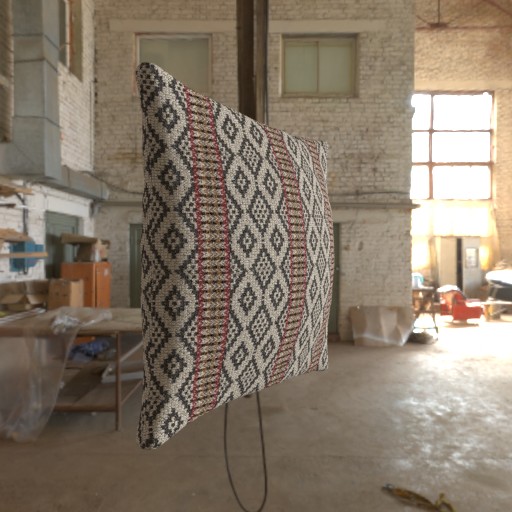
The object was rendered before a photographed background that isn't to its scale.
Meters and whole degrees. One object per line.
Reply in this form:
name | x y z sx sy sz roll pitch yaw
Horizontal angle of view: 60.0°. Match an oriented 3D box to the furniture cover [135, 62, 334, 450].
furniture cover | 0.000 0.000 0.776 0.182 0.506 0.503 0 1 36
